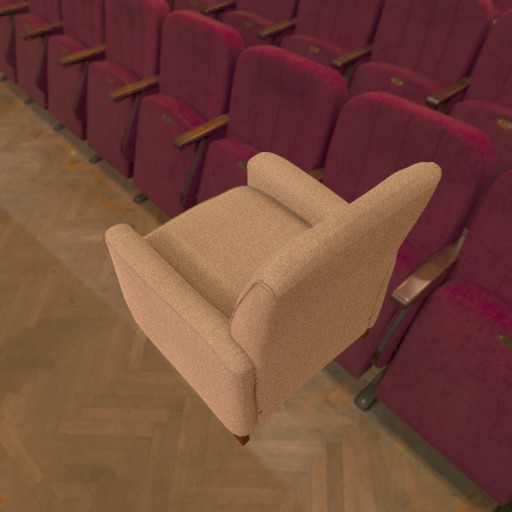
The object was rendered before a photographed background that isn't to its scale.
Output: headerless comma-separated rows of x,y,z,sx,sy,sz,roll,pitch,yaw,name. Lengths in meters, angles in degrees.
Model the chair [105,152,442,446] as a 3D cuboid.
0.000,0.000,1.651,0.848,1.014,0.864,-33,54,-27,chair
